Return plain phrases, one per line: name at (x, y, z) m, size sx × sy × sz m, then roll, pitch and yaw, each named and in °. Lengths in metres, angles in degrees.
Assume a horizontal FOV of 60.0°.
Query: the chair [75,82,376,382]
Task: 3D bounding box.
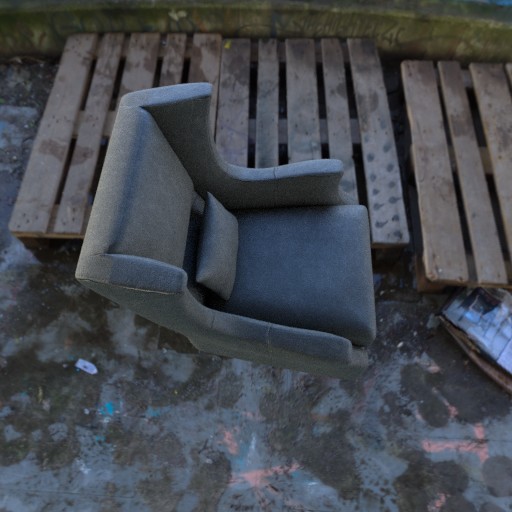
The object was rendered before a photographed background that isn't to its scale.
chair at (0.000, 0.000, 1.723) m, size 0.926 × 1.016 × 0.853 m, roll 3°, pitch 63°, yaw 1°
